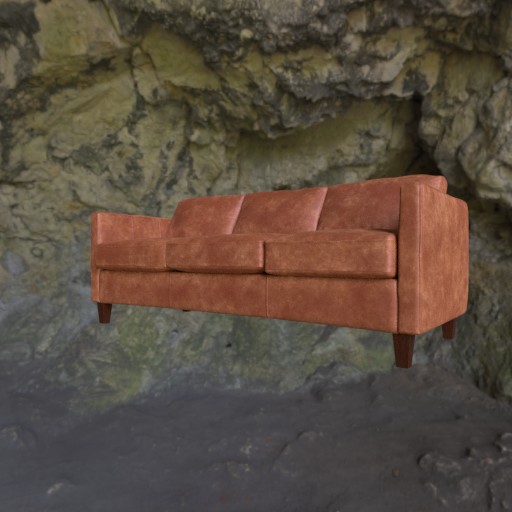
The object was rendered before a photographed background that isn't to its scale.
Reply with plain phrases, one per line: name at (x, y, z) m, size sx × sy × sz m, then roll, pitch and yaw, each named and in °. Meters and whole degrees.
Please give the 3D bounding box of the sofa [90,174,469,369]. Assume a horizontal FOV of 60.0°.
sofa at (0.000, 0.000, 2.986) m, size 2.464 × 1.006 × 1.045 m, roll 0°, pitch 0°, yaw 36°
